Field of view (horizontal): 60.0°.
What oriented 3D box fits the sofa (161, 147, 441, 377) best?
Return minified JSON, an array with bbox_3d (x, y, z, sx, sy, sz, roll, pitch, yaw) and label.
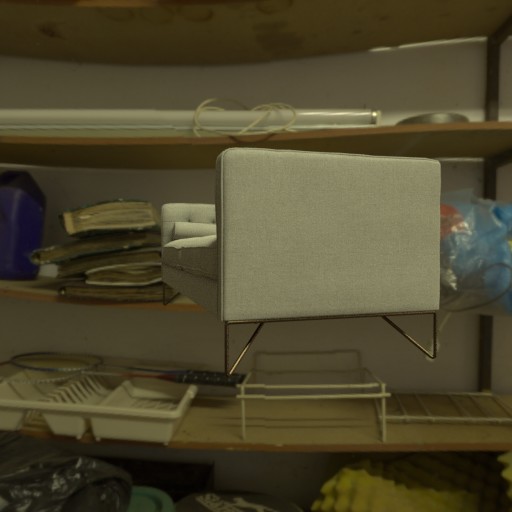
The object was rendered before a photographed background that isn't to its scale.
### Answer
[{"bbox_3d":[0.000,0.000,2.605,0.912,0.798,2.079,0,1,-18],"label":"sofa"}]
